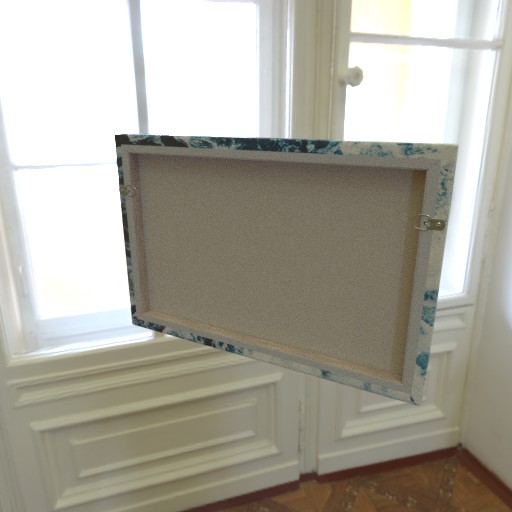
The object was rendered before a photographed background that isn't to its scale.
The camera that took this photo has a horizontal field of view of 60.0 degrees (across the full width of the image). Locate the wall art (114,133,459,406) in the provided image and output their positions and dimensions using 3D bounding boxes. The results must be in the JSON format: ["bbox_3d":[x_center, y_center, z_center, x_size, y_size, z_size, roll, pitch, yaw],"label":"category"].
[{"bbox_3d":[0.000,0.000,1.183,0.915,0.610,0.042,9,20,27],"label":"wall art"}]
